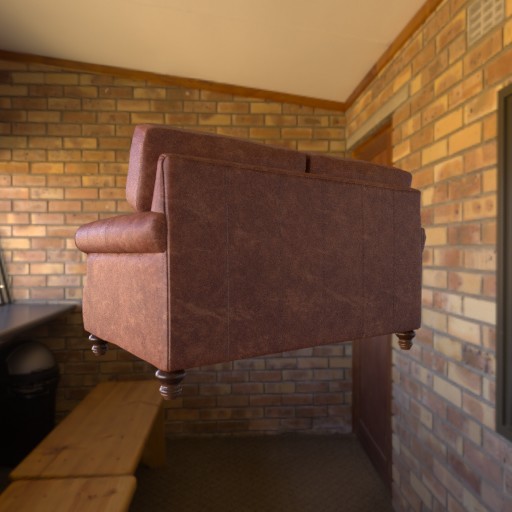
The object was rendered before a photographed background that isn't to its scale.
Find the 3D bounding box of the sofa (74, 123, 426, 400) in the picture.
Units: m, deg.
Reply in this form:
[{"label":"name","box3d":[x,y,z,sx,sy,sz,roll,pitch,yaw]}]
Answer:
[{"label":"sofa","box3d":[0.000,0.000,2.256,1.616,0.967,0.990,0,1,-36]}]
